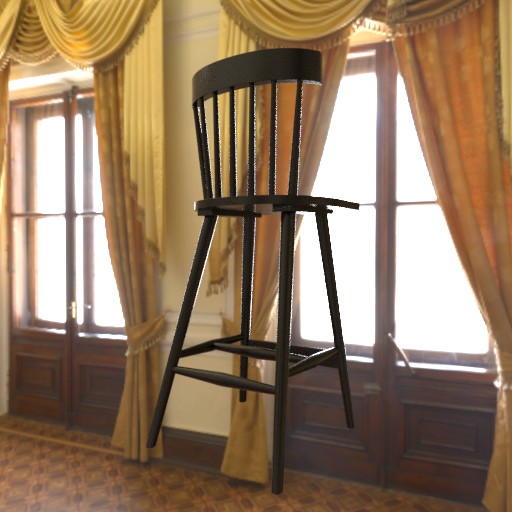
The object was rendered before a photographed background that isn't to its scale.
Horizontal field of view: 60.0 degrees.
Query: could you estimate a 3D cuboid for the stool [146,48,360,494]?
[{"bbox_3d":[0.000,0.000,1.334,0.482,1.092,0.483,1,1,34],"label":"stool"}]
